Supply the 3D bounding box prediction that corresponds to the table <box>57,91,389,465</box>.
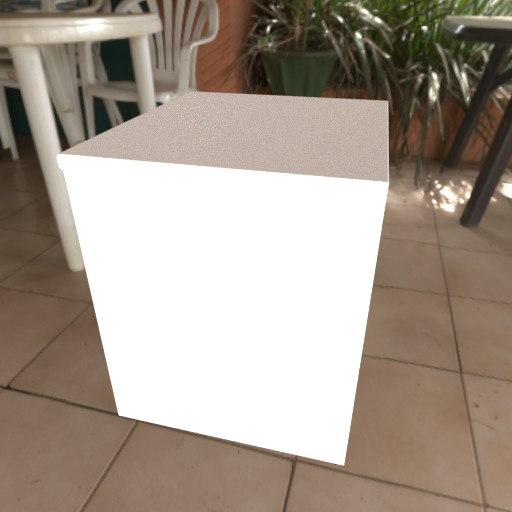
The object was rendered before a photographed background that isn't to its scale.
[{"bbox_3d":[0.000,0.000,0.773,0.380,0.460,0.420,7,31,12],"label":"table"}]
